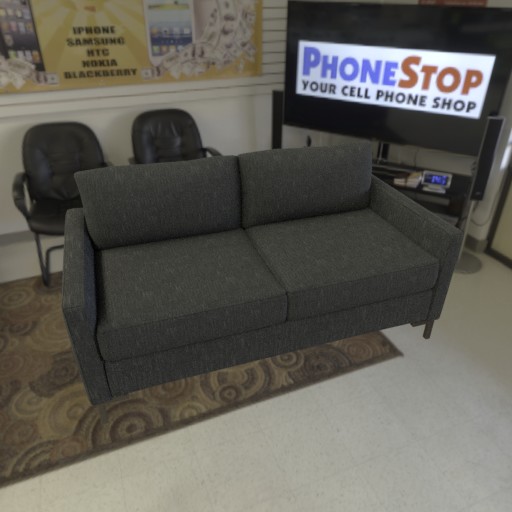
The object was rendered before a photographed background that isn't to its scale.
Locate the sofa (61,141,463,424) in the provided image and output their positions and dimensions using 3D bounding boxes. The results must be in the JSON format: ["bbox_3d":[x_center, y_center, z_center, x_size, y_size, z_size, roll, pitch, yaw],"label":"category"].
[{"bbox_3d":[0.000,0.000,2.171,1.716,0.862,0.866,-10,33,-16],"label":"sofa"}]
